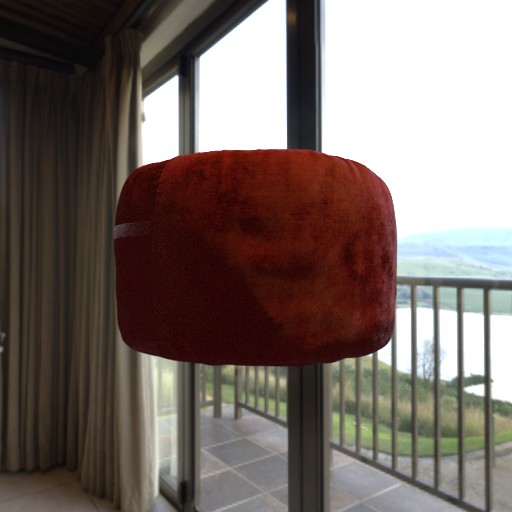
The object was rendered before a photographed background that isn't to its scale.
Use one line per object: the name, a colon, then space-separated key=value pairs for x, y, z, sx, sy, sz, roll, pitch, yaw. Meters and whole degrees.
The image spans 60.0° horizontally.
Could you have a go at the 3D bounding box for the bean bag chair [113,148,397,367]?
bean bag chair: x=0.000 y=0.000 z=1.998 sx=1.219 sy=0.762 sz=1.219 roll=0 pitch=-1 yaw=0
